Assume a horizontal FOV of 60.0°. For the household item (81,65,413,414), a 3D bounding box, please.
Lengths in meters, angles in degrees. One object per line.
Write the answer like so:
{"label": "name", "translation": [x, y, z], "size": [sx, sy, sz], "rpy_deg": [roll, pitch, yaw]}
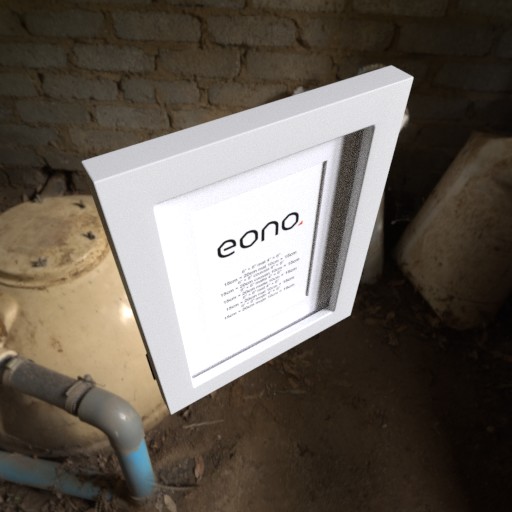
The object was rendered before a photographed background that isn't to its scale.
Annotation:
{"label": "household item", "translation": [0.000, 0.000, 0.340], "size": [0.200, 0.250, 0.045], "rpy_deg": [-24, 52, -21]}
